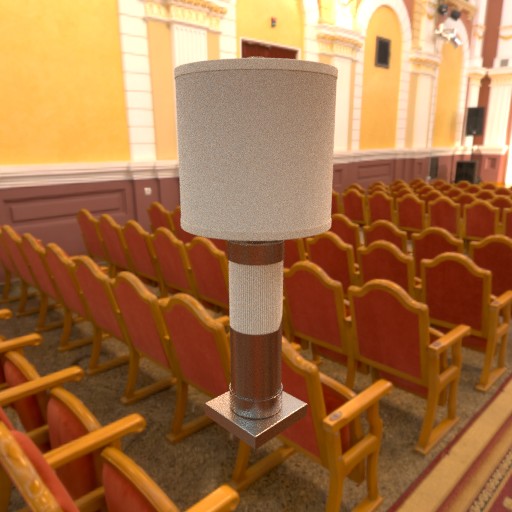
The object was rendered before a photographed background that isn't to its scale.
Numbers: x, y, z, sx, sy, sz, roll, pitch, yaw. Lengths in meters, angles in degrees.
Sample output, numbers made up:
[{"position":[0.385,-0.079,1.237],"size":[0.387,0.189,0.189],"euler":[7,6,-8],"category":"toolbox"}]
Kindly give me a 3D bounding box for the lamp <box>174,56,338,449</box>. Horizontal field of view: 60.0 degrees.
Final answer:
[{"position":[0.000,0.000,0.617],"size":[0.202,0.509,0.202],"euler":[-14,21,-43],"category":"lamp"}]
